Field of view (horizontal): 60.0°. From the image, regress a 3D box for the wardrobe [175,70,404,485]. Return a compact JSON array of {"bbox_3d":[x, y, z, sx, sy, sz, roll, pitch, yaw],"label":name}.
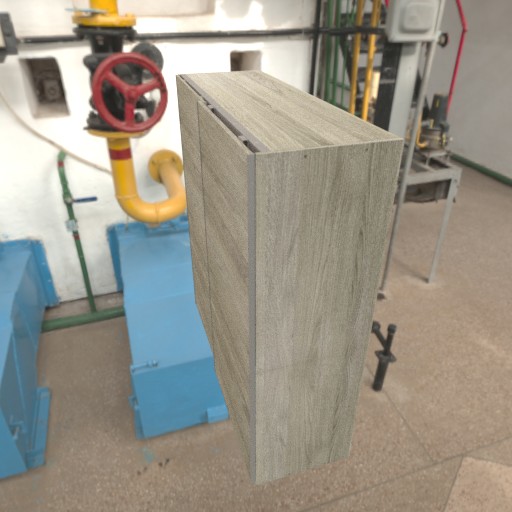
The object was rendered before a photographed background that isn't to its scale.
[{"bbox_3d":[0.000,0.000,2.845,0.629,1.960,1.780,-9,32,-15],"label":"wardrobe"}]
